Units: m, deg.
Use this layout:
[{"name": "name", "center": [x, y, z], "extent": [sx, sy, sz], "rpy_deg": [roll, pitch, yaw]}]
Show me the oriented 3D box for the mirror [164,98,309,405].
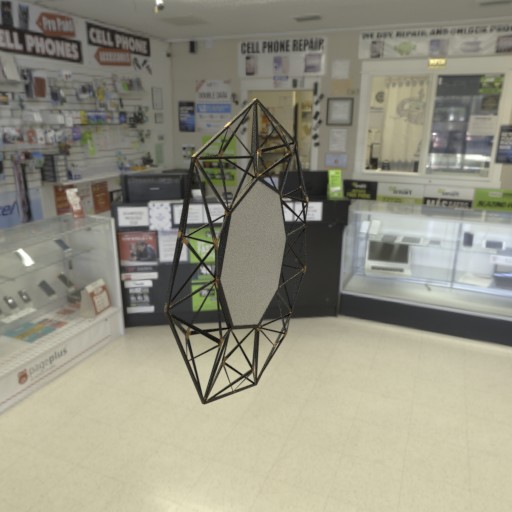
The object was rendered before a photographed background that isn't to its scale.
[{"name": "mirror", "center": [0.000, 0.000, 1.059], "extent": [0.094, 0.710, 0.710], "rpy_deg": [8, 19, 24]}]
